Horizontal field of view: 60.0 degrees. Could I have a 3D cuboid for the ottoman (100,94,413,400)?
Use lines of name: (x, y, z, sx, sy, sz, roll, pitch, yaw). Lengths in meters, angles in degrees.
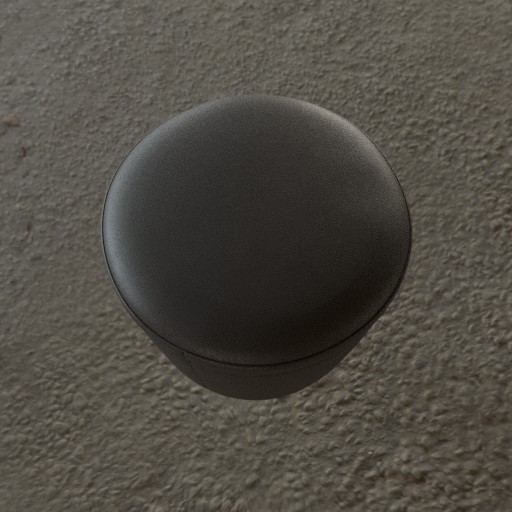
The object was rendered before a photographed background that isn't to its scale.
ottoman: (0.000, 0.000, 0.861, 0.500, 0.409, 0.500, 0, 65, 0)
